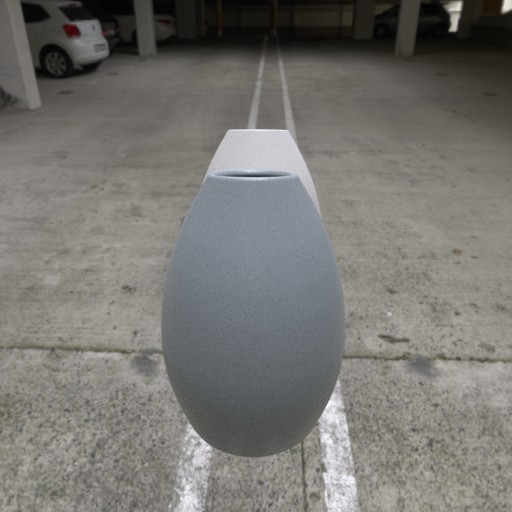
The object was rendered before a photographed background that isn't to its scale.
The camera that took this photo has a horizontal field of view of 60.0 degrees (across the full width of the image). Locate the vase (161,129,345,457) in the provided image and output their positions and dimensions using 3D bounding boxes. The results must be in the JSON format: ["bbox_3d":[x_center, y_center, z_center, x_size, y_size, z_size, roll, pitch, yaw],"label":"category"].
[{"bbox_3d":[0.000,0.000,0.256,0.089,0.131,0.187,1,26,1],"label":"vase"}]
